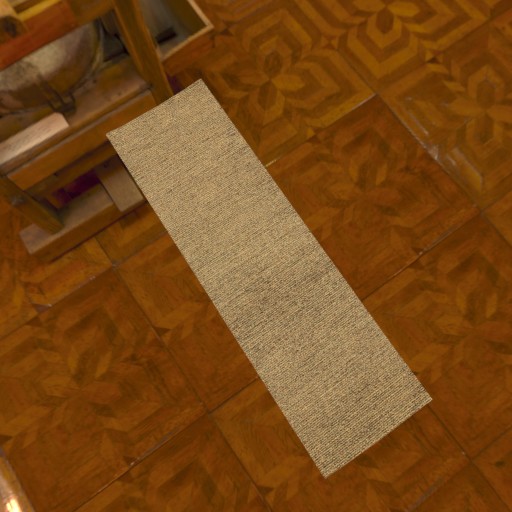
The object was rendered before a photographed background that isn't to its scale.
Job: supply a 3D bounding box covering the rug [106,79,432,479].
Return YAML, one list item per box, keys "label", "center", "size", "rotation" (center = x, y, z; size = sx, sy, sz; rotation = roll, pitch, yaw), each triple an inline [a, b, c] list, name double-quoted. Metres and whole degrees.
- label: "rug"
  center: [0.000, 0.000, 2.527]
  size: [0.697, 0.013, 2.335]
  rotation: [-32, 78, -8]
